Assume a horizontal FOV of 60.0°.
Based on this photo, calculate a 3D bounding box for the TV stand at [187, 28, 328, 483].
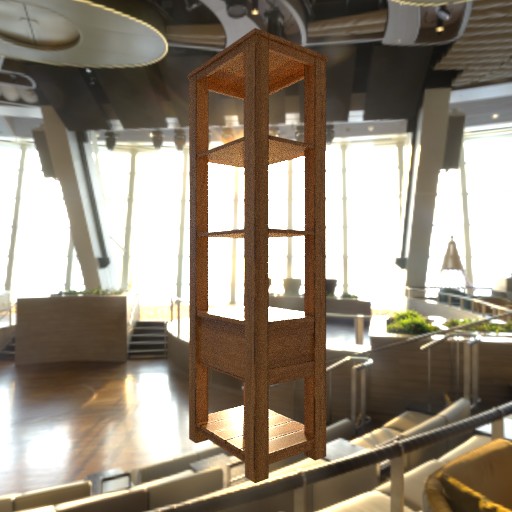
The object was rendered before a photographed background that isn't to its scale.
[{"bbox_3d":[0.000,0.000,2.123,0.435,1.828,0.565,0,0,-37],"label":"TV stand"}]
